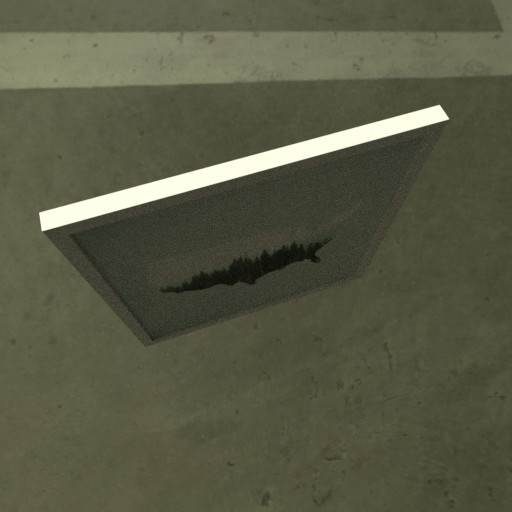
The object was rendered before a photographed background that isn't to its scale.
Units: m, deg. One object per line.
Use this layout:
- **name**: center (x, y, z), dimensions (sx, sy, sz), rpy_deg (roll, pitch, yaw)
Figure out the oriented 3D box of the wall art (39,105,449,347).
- **wall art**: center (0.000, 0.000, 1.138), dimensions (0.762, 0.762, 0.038), rpy_deg (-17, 65, -8)
